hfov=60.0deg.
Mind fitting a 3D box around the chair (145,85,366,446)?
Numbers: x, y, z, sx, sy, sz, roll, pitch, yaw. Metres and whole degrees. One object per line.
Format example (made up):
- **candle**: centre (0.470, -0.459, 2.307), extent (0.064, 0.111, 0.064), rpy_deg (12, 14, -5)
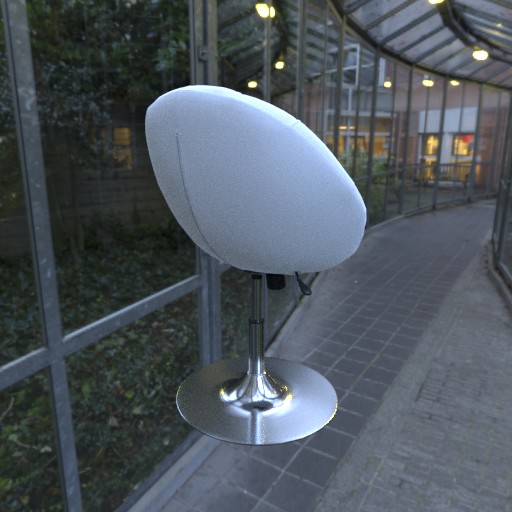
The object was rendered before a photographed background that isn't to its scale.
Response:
- **chair**: centre (0.000, 0.000, 1.820), extent (0.736, 1.261, 0.940), rpy_deg (-13, 19, -43)
